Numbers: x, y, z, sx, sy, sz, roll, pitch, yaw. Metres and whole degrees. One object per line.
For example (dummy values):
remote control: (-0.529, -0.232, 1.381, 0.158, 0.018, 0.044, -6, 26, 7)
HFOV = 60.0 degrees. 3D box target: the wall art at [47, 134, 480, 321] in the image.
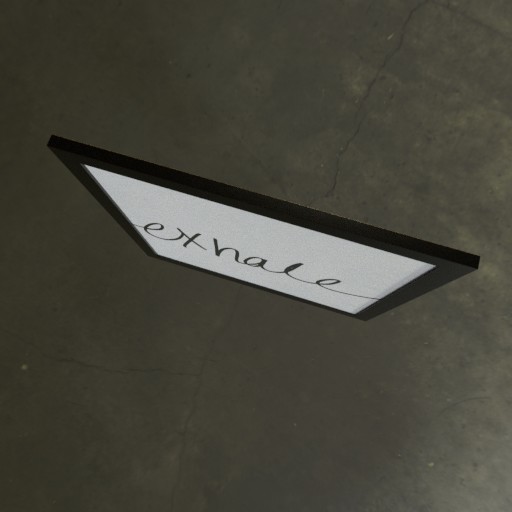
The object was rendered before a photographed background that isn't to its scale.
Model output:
wall art: (0.000, 0.000, 0.654, 0.446, 0.445, 0.014, 16, 76, 4)
